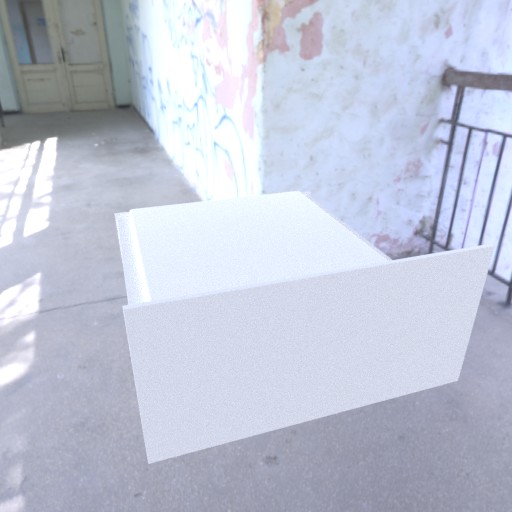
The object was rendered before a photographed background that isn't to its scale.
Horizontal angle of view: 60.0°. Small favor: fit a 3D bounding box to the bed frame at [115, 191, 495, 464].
[{"bbox_3d":[0.000,0.000,2.782,1.622,0.800,1.960,-9,28,-16],"label":"bed frame"}]
